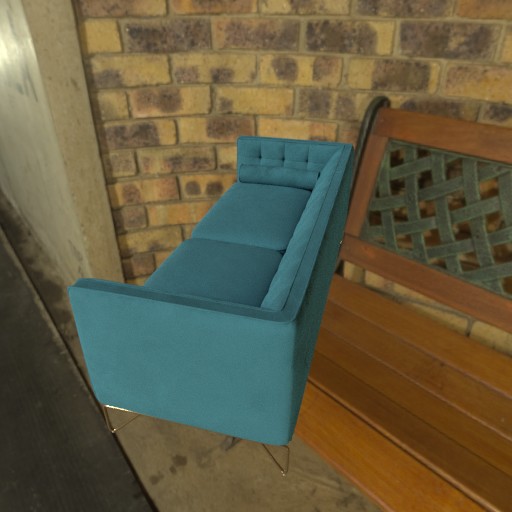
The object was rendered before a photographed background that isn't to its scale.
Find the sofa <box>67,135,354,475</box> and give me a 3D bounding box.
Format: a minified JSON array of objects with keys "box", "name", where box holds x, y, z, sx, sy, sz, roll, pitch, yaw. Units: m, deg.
[{"box":[0.000,0.000,2.524,0.867,0.789,2.087,8,32,14],"name":"sofa"}]
